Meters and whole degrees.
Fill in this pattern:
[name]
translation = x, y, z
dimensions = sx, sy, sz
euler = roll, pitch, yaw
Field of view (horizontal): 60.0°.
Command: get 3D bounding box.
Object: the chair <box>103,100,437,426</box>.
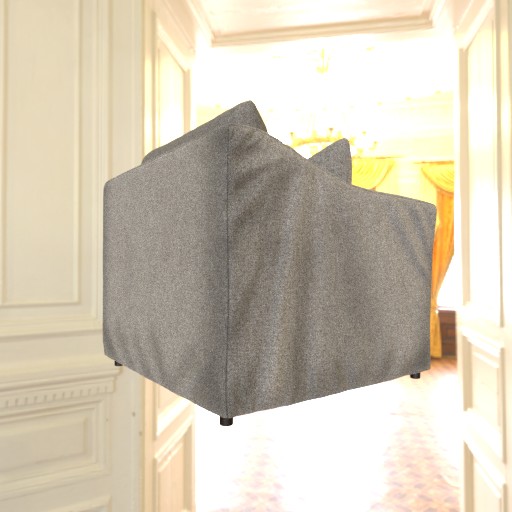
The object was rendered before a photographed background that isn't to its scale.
[chair]
translation = 0.000, 0.000, 2.040
dimensions = 1.071, 1.059, 1.194
euler = 1, -1, -36
